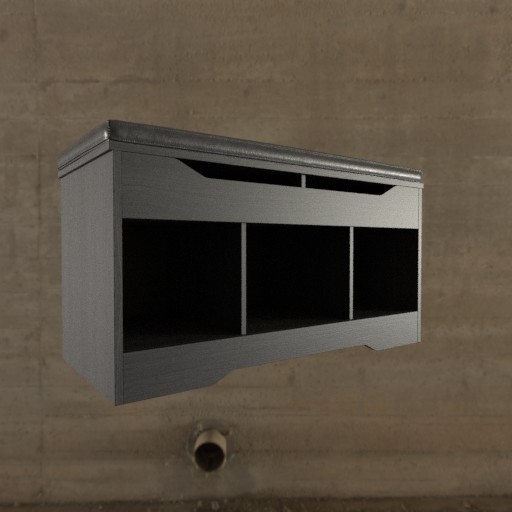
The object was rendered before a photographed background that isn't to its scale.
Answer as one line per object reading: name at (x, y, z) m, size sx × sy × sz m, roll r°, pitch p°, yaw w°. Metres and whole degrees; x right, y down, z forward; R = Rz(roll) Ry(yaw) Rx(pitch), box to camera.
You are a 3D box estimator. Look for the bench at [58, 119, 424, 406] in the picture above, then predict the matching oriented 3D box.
bench at (0.000, 0.000, 1.182) m, size 0.905 × 0.501 × 0.401 m, roll -1°, pitch 2°, yaw -36°
